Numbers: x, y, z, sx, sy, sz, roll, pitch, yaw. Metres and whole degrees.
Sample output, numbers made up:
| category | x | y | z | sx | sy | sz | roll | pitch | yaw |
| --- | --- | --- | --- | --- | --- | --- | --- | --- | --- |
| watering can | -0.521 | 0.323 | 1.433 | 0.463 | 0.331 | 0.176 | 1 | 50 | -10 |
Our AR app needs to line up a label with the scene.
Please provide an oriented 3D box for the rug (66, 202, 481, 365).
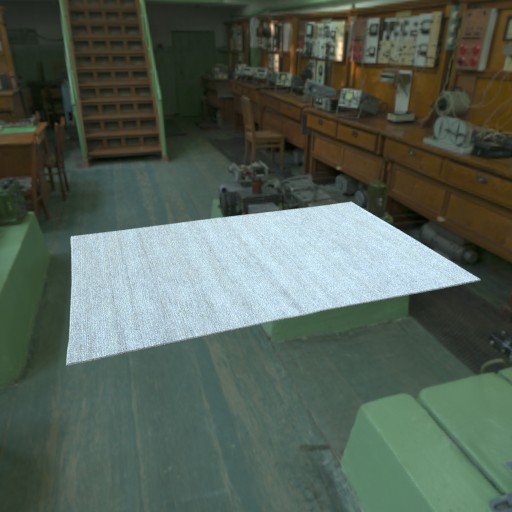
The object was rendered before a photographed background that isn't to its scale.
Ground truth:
| category | x | y | z | sx | sy | sz | roll | pitch | yaw |
| --- | --- | --- | --- | --- | --- | --- | --- | --- | --- |
| rug | 0.000 | 0.000 | 2.293 | 1.820 | 0.022 | 1.179 | -9 | 27 | -17 |
